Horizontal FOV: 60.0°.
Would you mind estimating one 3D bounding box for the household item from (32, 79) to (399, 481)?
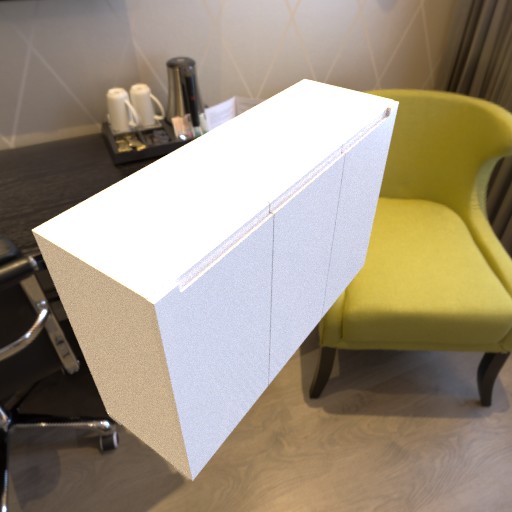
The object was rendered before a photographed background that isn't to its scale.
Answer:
[{"bbox_3d":[0.000,0.000,1.675,0.420,0.867,1.300,25,47,26],"label":"household item"}]
